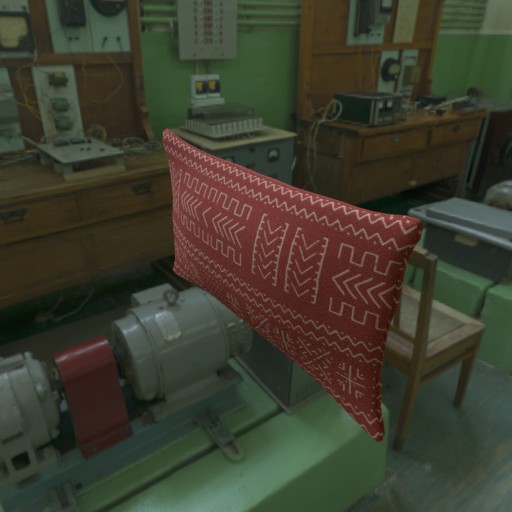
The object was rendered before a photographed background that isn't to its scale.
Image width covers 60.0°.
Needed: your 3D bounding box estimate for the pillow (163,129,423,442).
[{"bbox_3d":[0.000,0.000,0.802,0.130,0.352,0.640,-19,33,-32],"label":"pillow"}]
